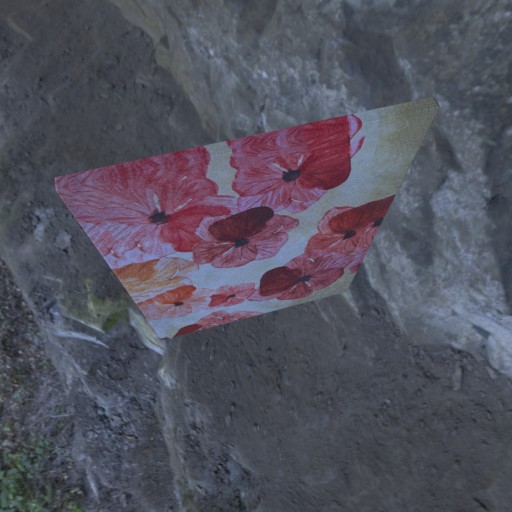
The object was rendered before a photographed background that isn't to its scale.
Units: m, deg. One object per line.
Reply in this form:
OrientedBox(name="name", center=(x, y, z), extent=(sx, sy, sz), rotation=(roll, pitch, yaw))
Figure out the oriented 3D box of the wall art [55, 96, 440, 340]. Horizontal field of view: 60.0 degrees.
OrientedBox(name="wall art", center=(0.000, 0.000, 1.309), extent=(0.762, 1.015, 0.031), rotation=(-14, 65, -7))
